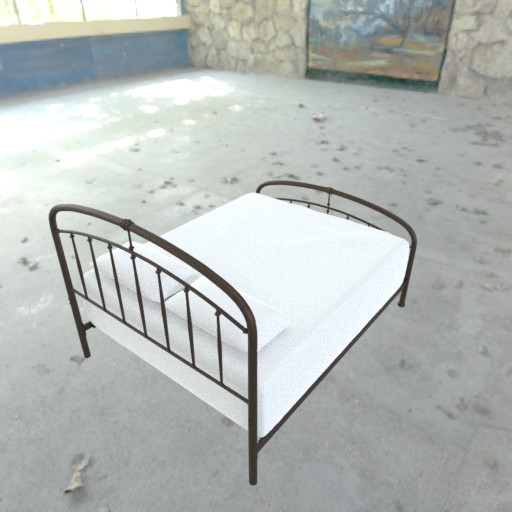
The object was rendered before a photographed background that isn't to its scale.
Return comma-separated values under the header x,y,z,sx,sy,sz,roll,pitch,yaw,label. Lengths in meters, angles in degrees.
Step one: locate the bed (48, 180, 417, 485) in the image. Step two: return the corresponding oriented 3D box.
x,y,z,sx,sy,sz,roll,pitch,yaw,label
0.000,0.000,3.338,1.711,1.425,2.180,22,37,32,bed
